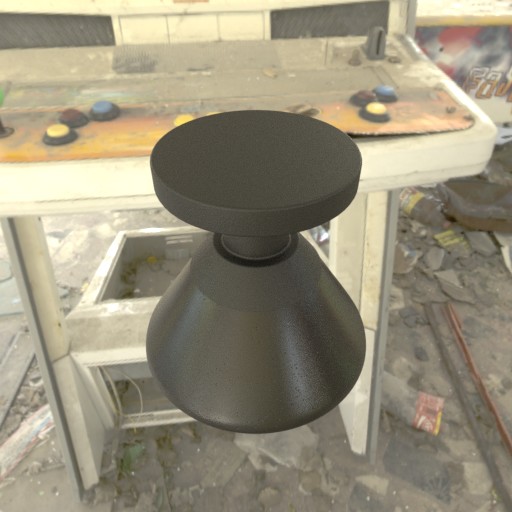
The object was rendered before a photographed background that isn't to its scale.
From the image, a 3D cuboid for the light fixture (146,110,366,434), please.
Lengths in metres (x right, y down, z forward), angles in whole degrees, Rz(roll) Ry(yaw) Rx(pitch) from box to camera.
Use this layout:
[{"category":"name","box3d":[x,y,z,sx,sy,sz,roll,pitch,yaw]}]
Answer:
[{"category":"light fixture","box3d":[0.000,0.000,0.352,0.200,0.183,0.200,0,40,0]}]
